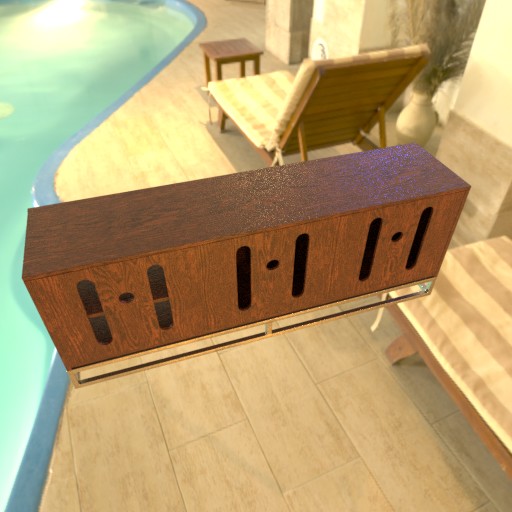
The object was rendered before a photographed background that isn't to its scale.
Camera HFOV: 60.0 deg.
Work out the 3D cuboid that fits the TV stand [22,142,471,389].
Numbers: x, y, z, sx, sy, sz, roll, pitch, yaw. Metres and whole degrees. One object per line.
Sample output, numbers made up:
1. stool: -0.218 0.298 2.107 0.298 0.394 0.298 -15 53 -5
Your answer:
1. TV stand: 0.000 0.000 1.773 1.541 0.578 0.382 -12 43 -14
